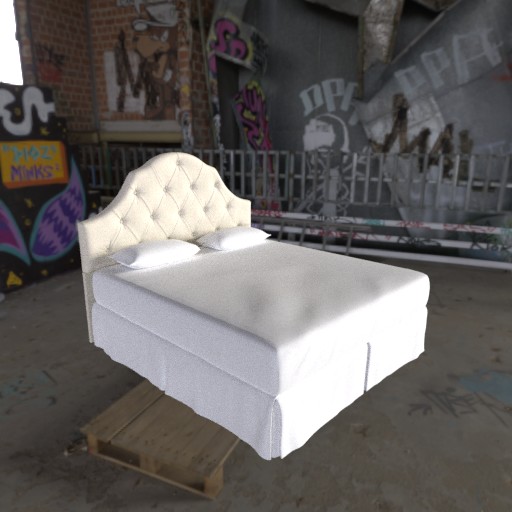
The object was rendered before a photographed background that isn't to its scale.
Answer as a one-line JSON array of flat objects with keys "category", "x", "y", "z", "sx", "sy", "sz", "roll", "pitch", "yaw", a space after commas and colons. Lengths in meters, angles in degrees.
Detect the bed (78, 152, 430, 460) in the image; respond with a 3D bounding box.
[{"category": "bed", "x": 0.000, "y": 0.000, "z": 3.644, "sx": 2.214, "sy": 1.615, "sz": 2.008, "roll": 14, "pitch": 20, "yaw": 42}]
